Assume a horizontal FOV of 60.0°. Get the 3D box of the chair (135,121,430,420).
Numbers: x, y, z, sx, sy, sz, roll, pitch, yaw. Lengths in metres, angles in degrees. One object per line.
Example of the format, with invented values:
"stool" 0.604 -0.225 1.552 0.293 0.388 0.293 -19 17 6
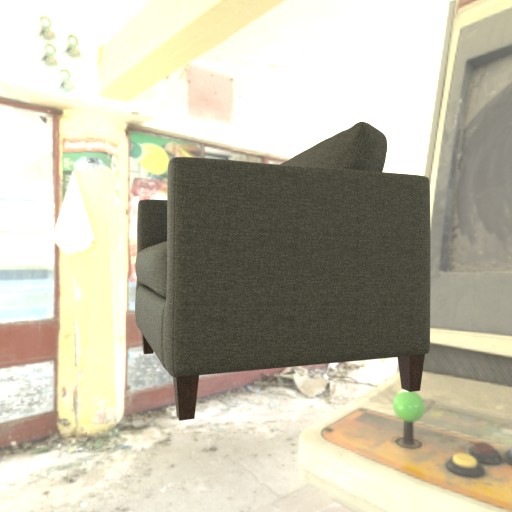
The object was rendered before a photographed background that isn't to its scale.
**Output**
"chair" 0.000 0.000 1.906 0.959 0.963 1.107 0 0 -20
